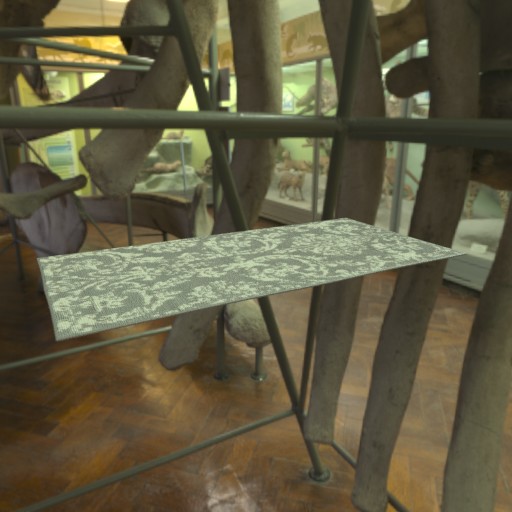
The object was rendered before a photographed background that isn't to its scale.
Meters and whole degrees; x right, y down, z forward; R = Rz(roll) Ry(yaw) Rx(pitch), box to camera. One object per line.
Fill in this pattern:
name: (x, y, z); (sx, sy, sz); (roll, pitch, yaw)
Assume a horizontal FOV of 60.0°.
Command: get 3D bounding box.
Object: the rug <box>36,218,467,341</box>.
rug: (0.000, 0.000, 1.395); (1.219, 0.007, 0.604); (-9, 19, -27)
